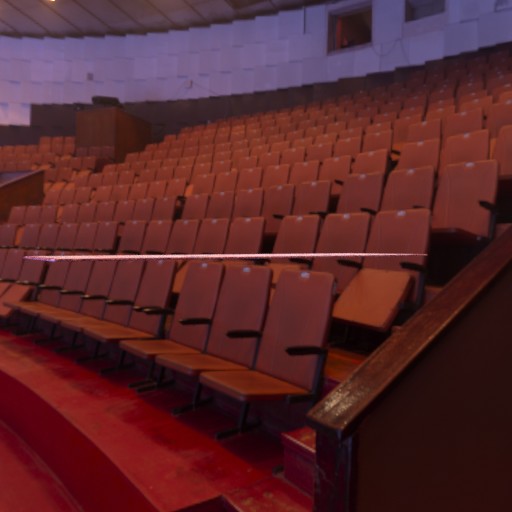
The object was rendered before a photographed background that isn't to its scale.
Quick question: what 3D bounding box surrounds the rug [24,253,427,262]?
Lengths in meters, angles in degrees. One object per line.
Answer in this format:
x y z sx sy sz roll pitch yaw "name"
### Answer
0.000 0.000 2.706 2.435 0.011 0.750 -1 1 -36 "rug"
